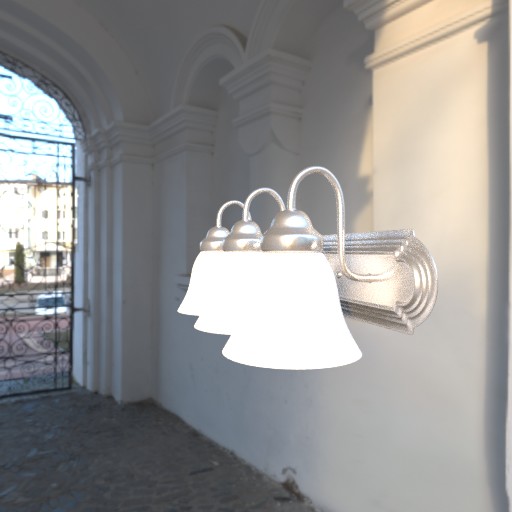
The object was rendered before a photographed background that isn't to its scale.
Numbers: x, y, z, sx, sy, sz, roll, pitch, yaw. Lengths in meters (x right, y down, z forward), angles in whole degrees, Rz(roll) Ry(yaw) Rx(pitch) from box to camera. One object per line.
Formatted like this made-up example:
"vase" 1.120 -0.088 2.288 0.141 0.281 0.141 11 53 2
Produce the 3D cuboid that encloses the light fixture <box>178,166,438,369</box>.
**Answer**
"light fixture" 0.000 0.000 0.716 0.199 0.222 0.610 0 1 -18
